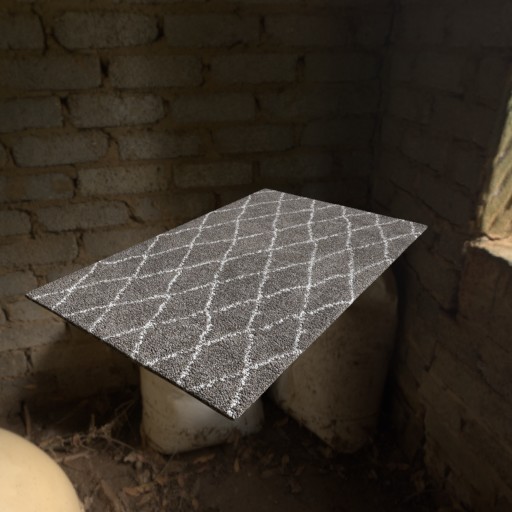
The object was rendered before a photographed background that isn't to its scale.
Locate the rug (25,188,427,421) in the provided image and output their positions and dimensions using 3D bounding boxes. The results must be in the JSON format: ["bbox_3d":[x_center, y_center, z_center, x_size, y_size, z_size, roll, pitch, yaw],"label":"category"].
[{"bbox_3d":[0.000,0.000,3.427,1.778,0.030,2.743,18,32,32],"label":"rug"}]
